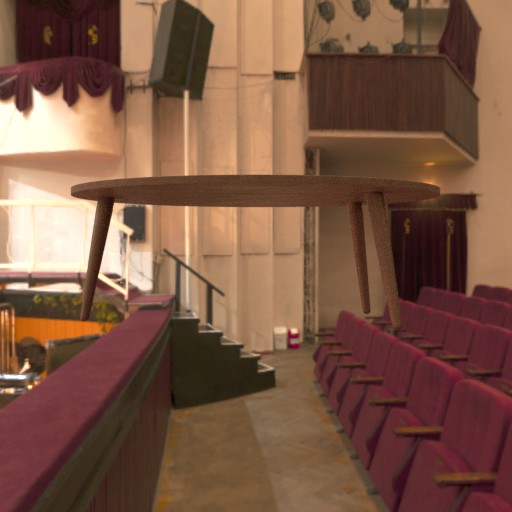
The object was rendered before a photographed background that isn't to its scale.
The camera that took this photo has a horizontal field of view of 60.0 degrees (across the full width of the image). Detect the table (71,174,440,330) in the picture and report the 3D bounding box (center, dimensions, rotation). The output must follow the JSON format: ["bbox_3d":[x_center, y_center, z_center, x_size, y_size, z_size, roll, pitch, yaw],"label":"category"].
[{"bbox_3d":[0.000,0.000,1.327,1.083,0.390,0.542,0,0,0],"label":"table"}]
